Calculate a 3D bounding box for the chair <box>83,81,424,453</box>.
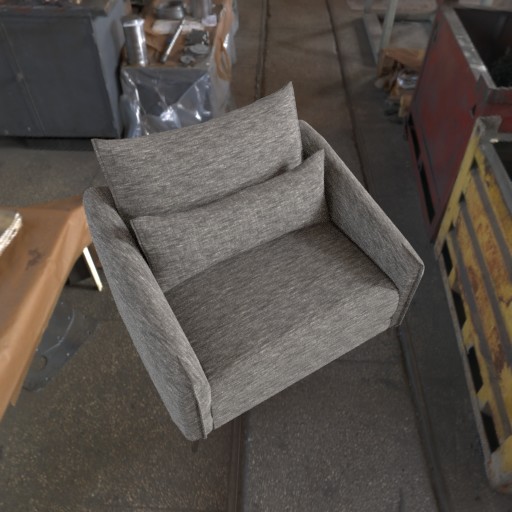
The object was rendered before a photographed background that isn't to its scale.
[{"bbox_3d":[0.000,0.000,1.624,1.004,0.842,0.805,-24,51,-21],"label":"chair"}]
